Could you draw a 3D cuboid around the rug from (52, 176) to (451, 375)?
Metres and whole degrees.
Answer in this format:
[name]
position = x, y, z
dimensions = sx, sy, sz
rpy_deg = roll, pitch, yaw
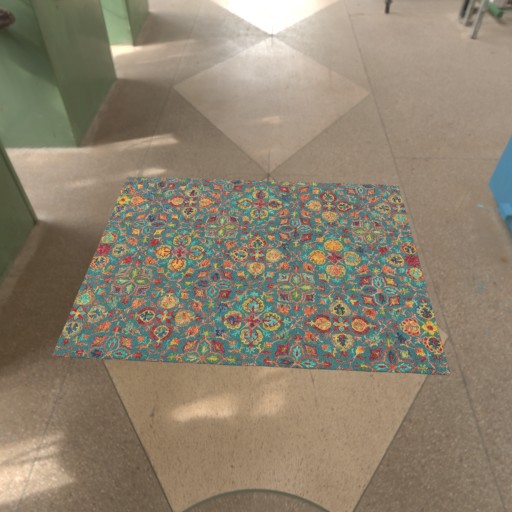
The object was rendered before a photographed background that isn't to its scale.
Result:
[rug]
position = 0.000, 0.000, 4.383
dimensions = 3.204, 0.025, 2.434
rpy_deg = 2, 47, 2
